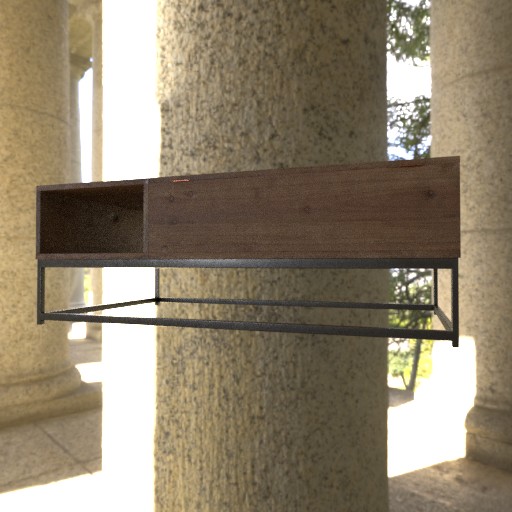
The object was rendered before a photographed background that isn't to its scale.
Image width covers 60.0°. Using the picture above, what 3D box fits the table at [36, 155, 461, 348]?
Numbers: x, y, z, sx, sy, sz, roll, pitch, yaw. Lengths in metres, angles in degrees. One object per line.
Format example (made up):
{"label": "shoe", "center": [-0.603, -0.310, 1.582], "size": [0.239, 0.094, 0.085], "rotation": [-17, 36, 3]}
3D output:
{"label": "table", "center": [0.000, 0.000, 1.386], "size": [1.101, 0.395, 0.655], "rotation": [0, -1, 19]}
